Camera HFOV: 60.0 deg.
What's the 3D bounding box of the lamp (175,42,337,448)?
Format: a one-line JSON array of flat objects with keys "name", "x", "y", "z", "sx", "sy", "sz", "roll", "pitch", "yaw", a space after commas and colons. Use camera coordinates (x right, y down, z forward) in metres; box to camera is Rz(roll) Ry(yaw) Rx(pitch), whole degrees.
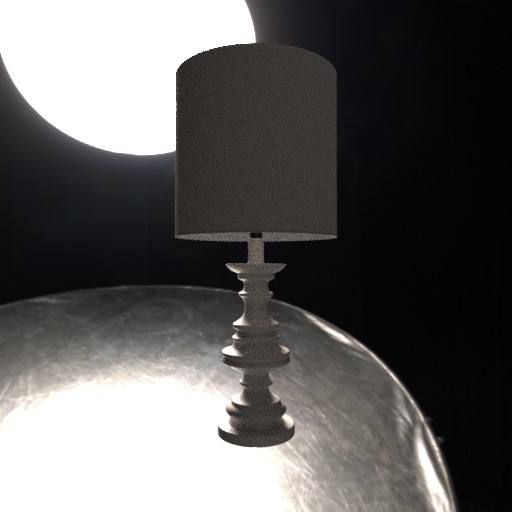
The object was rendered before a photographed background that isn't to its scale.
[{"name": "lamp", "x": 0.000, "y": 0.000, "z": 0.577, "sx": 0.208, "sy": 0.455, "sz": 0.208, "roll": 0, "pitch": -1, "yaw": -16}]
